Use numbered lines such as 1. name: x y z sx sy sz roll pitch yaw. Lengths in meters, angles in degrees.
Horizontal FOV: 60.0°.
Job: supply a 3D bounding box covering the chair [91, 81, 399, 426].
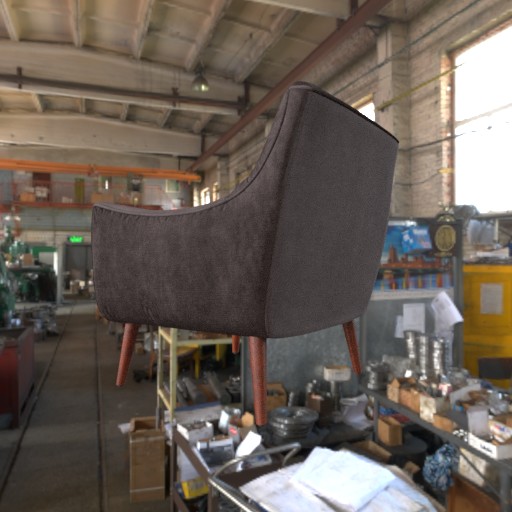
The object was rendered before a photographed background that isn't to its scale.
1. chair: 0.000 0.000 1.471 0.787 0.838 0.762 0 0 36
